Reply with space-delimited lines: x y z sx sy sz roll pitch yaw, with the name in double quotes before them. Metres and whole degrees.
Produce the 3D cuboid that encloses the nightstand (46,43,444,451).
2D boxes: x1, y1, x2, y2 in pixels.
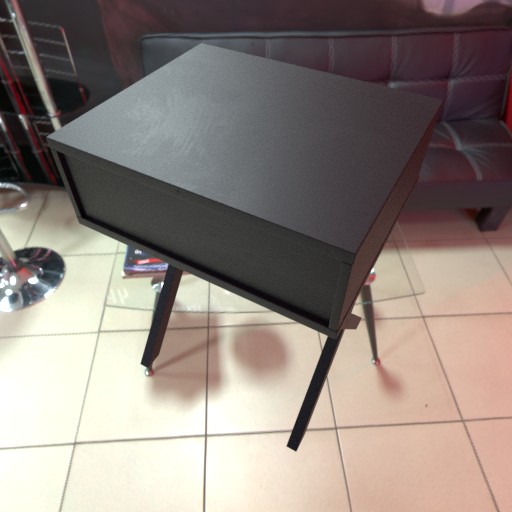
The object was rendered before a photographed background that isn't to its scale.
"nightstand" 0.000 0.000 0.911 0.479 0.623 0.402 22 50 20
